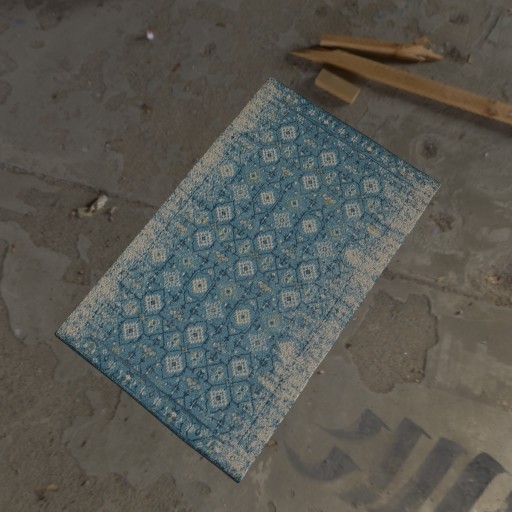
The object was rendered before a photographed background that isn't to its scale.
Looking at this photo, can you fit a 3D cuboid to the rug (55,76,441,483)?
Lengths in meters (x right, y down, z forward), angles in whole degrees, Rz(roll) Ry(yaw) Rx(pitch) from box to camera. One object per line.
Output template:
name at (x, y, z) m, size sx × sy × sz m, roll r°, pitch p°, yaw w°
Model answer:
rug at (0.000, 0.000, 3.049) m, size 1.530 × 0.015 × 2.449 m, roll 35°, pitch 78°, yaw 9°
